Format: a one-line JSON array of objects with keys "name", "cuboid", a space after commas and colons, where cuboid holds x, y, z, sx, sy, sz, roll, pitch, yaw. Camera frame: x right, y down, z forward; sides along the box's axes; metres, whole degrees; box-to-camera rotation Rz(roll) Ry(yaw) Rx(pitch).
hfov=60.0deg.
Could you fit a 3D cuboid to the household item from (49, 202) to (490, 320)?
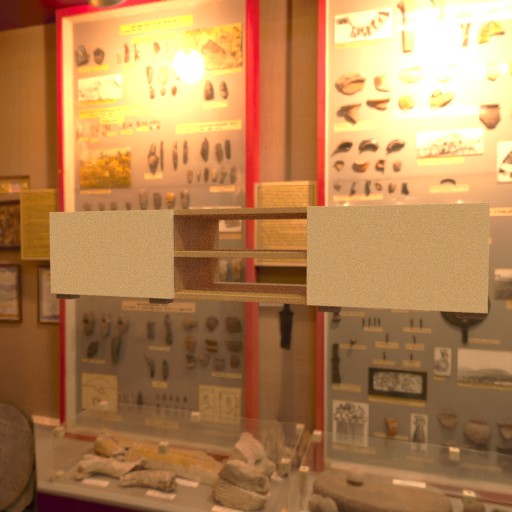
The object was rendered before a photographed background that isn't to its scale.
[{"name": "household item", "cuboid": [0.000, 0.000, 1.558, 1.400, 0.310, 0.420, 1, 2, 18]}]
